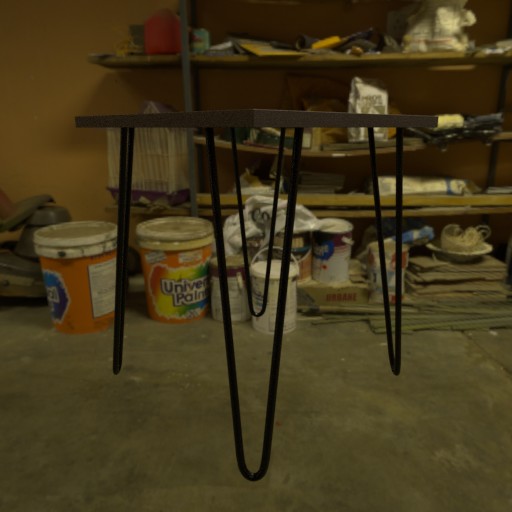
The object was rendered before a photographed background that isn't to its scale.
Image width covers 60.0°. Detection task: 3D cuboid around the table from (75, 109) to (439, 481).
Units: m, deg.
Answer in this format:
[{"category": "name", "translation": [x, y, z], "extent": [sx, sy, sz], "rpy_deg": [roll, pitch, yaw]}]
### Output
[{"category": "table", "translation": [0.000, 0.000, 0.930], "extent": [0.495, 0.559, 0.495], "rpy_deg": [-15, 22, -42]}]
